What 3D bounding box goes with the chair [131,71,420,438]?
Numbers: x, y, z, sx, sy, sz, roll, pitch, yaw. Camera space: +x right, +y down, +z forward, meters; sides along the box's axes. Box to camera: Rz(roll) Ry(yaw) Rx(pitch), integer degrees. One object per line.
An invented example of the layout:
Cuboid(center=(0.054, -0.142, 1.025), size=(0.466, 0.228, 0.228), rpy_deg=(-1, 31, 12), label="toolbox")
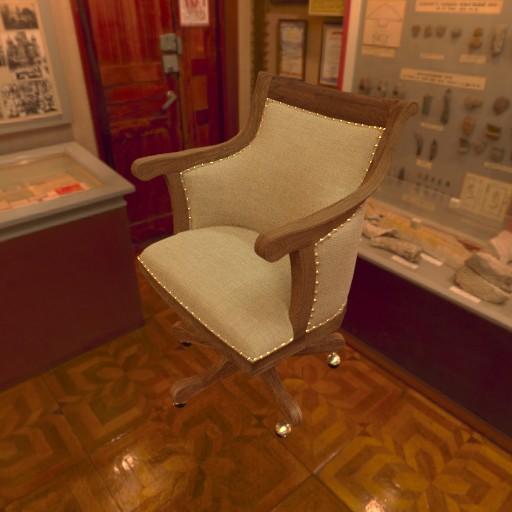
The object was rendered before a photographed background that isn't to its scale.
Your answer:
Cuboid(center=(0.000, 0.000, 1.388), size=(0.689, 0.965, 0.656), rpy_deg=(-22, 37, -32), label="chair")
